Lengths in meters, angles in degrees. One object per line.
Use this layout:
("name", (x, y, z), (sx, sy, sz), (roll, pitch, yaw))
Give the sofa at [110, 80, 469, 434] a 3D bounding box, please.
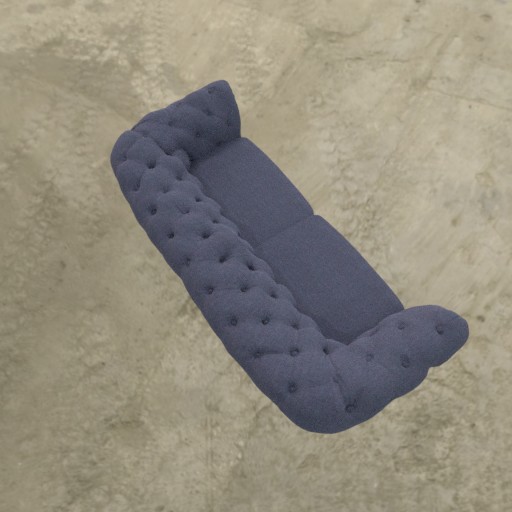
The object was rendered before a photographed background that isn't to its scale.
("sofa", (0.000, 0.000, 2.812), (1.046, 0.836, 2.335), (-32, 65, -16))
